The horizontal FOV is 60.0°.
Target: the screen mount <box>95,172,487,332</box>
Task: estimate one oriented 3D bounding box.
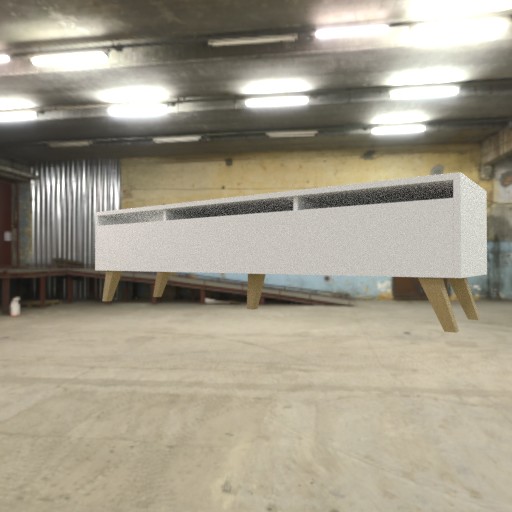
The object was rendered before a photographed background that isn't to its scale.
[{"bbox_3d":[0.000,0.000,1.824,1.644,0.432,0.399,0,-1,36],"label":"screen mount"}]
